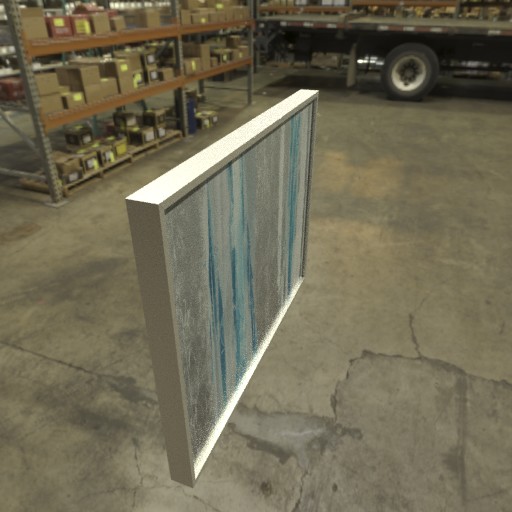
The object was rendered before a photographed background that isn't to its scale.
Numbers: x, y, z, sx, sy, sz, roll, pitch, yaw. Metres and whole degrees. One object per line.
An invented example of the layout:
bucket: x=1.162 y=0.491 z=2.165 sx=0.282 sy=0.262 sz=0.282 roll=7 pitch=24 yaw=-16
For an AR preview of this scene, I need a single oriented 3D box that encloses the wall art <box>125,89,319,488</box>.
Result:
wall art: x=0.000 y=0.000 z=1.375 sx=0.066 sy=0.801 sz=1.056 roll=11 pitch=33 yaw=18
